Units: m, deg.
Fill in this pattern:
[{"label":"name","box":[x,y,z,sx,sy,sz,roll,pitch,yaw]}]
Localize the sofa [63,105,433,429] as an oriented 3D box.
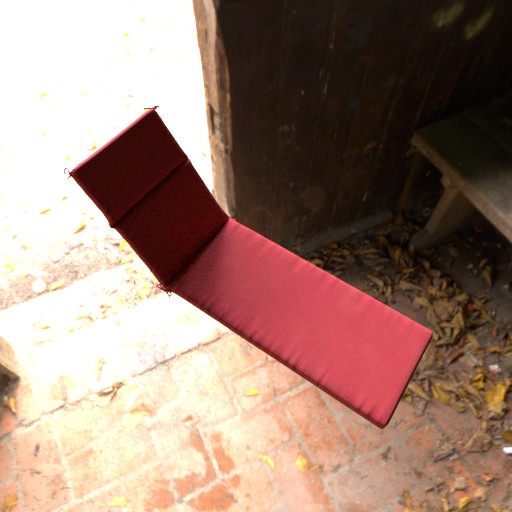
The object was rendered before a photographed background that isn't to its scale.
[{"label":"sofa","box":[0.000,0.000,1.991,1.663,0.622,0.582,30,61,18]}]
